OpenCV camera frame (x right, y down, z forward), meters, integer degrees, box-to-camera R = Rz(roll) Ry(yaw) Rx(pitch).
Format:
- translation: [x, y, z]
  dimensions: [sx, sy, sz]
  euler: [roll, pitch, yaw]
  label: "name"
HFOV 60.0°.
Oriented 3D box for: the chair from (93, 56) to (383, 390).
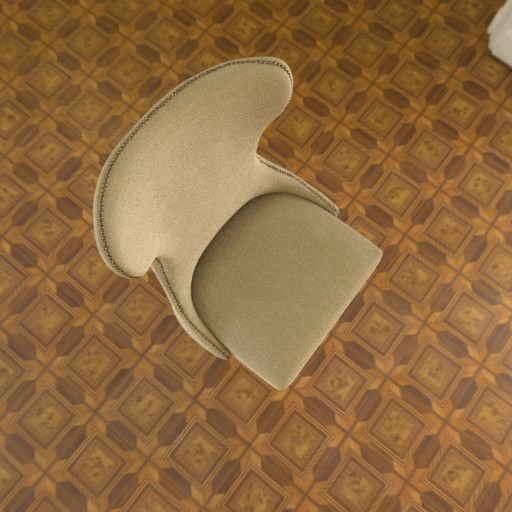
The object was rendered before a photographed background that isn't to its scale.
- translation: [0.000, 0.000, 1.366]
  dimensions: [0.635, 0.967, 0.628]
  euler: [37, 78, 9]
  label: "chair"
